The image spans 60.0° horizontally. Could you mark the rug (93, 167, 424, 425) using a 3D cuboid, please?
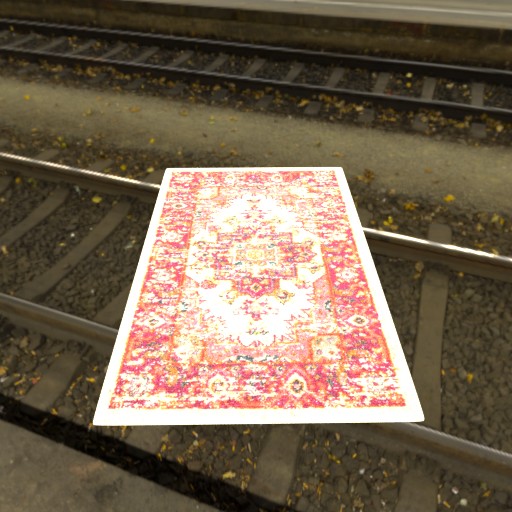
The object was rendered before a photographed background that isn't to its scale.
[{"bbox_3d":[0.000,0.000,1.071,0.556,0.004,0.868,0,40,-1],"label":"rug"}]
